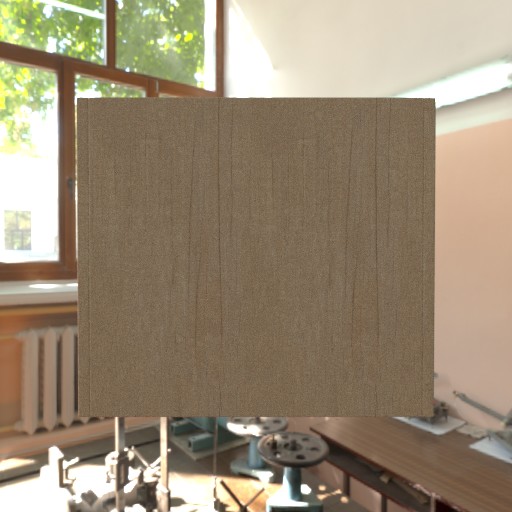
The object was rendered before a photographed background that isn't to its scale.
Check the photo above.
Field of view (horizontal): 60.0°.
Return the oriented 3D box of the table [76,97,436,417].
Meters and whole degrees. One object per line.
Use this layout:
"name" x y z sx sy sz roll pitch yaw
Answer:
"table" 0.000 0.000 0.915 0.570 0.510 0.420 0 1 0
